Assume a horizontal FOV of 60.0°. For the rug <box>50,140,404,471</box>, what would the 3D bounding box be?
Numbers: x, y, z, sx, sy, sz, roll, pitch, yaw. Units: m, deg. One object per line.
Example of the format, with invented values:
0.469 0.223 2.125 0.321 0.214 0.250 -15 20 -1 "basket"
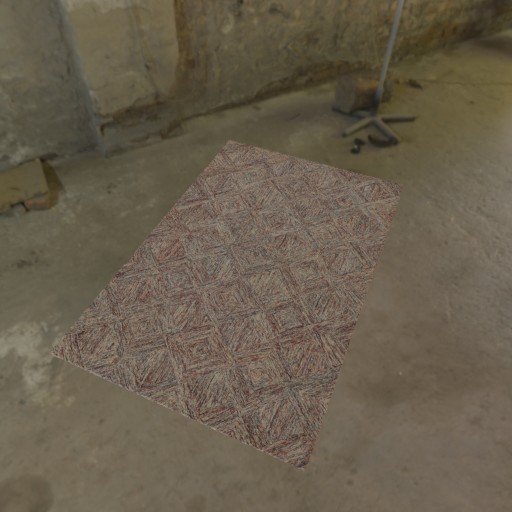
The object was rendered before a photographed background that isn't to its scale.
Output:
0.000 0.000 2.979 1.523 0.019 2.285 18 51 16 "rug"
